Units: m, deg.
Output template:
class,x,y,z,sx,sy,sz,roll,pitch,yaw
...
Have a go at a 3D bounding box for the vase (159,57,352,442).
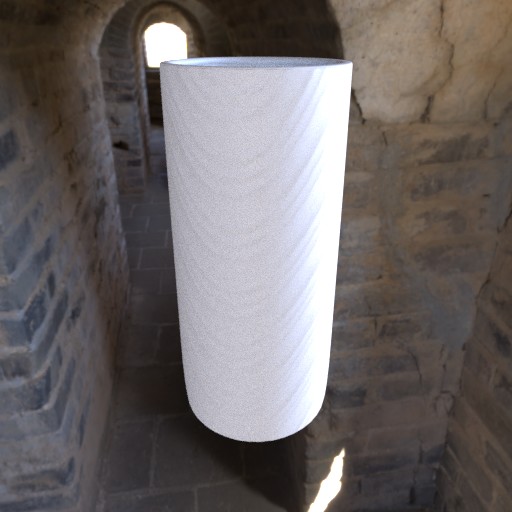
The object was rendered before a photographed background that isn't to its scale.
class,x,y,z,sx,sy,sz,roll,pitch,yaw
vase,0.000,0.000,0.391,0.143,0.316,0.143,0,27,0
